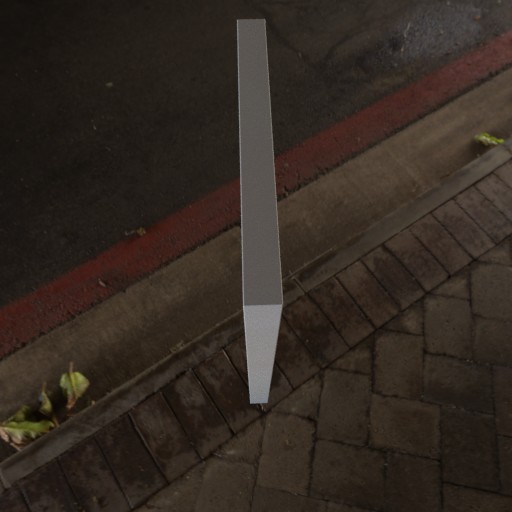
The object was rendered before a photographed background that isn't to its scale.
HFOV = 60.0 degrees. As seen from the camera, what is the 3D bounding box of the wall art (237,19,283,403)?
[{"bbox_3d":[0.000,0.000,0.779,0.038,0.611,0.408,-2,63,-1],"label":"wall art"}]
